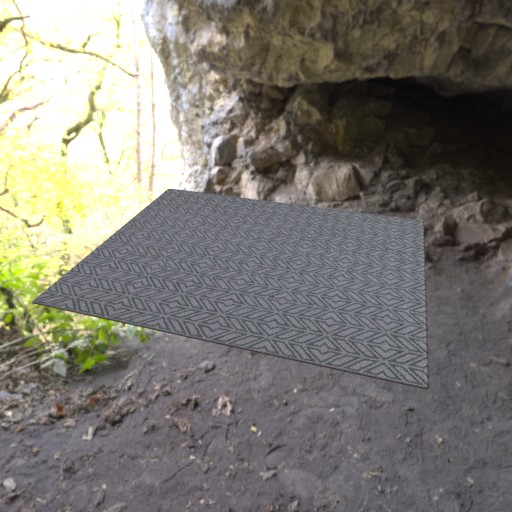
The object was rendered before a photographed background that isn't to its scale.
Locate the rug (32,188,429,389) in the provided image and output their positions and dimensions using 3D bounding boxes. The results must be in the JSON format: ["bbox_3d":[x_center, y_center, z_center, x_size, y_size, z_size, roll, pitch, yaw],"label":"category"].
[{"bbox_3d":[0.000,0.000,4.186,3.050,0.017,2.441,9,33,15],"label":"rug"}]
